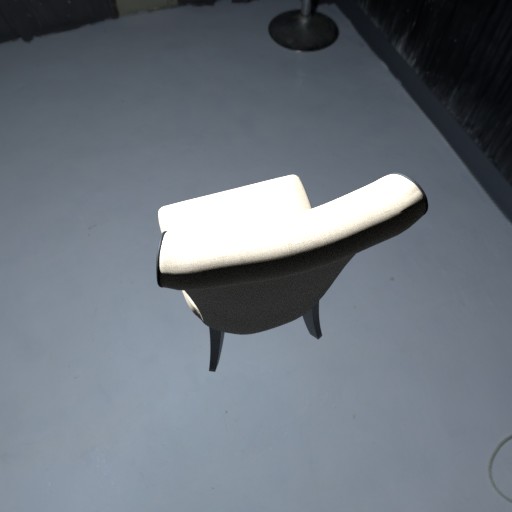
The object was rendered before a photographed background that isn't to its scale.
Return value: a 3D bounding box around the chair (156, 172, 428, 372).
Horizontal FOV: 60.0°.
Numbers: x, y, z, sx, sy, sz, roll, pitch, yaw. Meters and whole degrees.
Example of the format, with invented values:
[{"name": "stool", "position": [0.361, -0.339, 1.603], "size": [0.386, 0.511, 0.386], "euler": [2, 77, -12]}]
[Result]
[{"name": "chair", "position": [0.000, 0.000, 1.320], "size": [0.522, 0.997, 0.623], "euler": [-15, 60, -9]}]
